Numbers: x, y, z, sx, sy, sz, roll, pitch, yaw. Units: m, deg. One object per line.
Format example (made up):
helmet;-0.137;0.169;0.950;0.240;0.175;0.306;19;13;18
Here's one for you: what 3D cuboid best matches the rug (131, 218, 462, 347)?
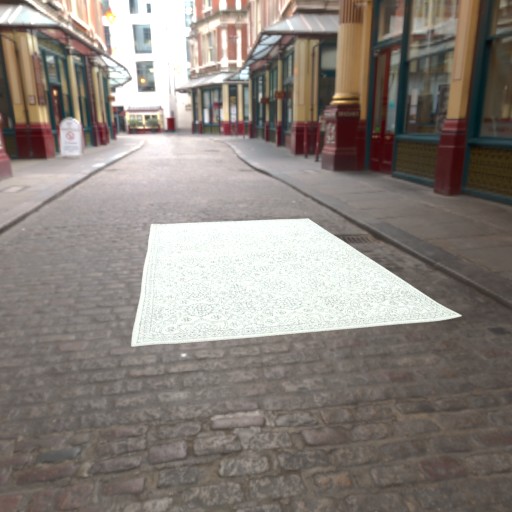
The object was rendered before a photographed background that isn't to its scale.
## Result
rug;0.000;0.000;3.096;1.518;0.023;2.434;-3;17;-10
